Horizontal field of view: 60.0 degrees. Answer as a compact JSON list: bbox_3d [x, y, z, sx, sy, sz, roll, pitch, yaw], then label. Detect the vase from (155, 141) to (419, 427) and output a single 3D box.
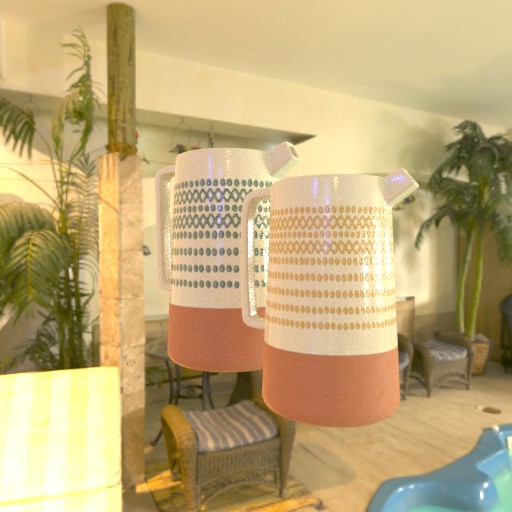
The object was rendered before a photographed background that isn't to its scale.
[{"bbox_3d":[0.000,0.000,0.460,0.168,0.247,0.326,0,1,-20],"label":"vase"}]
